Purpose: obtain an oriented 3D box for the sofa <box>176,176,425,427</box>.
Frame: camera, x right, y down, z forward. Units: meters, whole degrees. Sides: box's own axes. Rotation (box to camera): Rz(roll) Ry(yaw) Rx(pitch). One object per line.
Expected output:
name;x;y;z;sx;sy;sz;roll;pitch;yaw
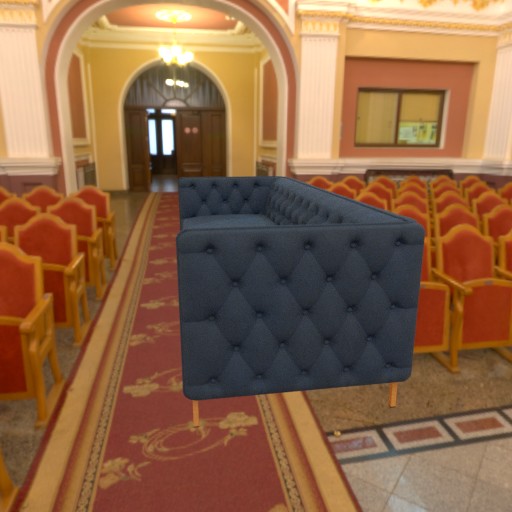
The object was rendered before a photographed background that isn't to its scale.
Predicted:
sofa;0.000;0.000;2.625;0.895;0.771;2.209;-2;15;-9
